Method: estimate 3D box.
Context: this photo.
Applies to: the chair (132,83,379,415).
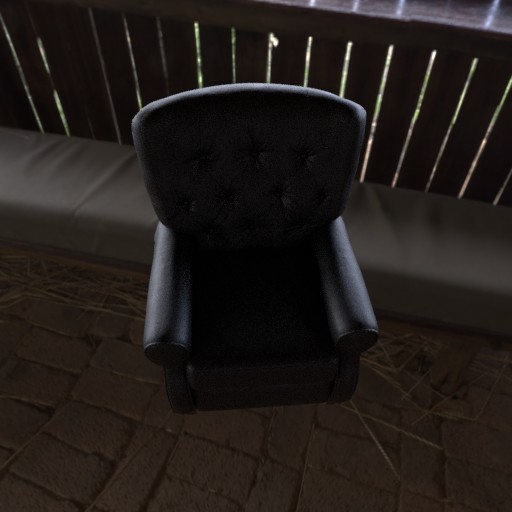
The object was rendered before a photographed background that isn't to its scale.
[{"bbox_3d":[0.000,0.000,1.944,0.948,1.158,1.058,-3,46,-3],"label":"chair"}]
